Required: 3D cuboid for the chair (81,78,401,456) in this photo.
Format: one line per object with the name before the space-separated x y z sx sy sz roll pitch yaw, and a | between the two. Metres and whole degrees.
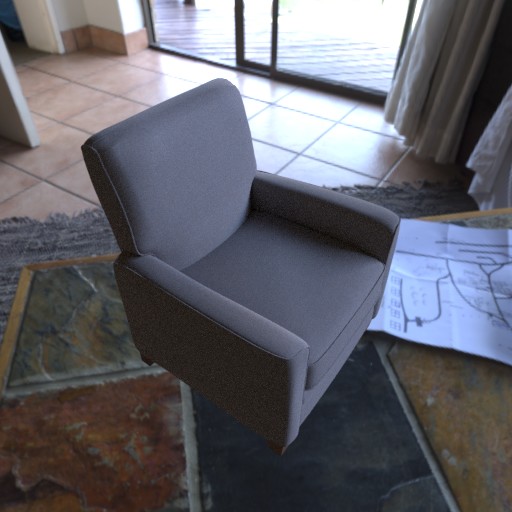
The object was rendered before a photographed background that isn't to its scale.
chair | 0.000 0.000 1.666 0.859 1.023 0.845 25 47 26
